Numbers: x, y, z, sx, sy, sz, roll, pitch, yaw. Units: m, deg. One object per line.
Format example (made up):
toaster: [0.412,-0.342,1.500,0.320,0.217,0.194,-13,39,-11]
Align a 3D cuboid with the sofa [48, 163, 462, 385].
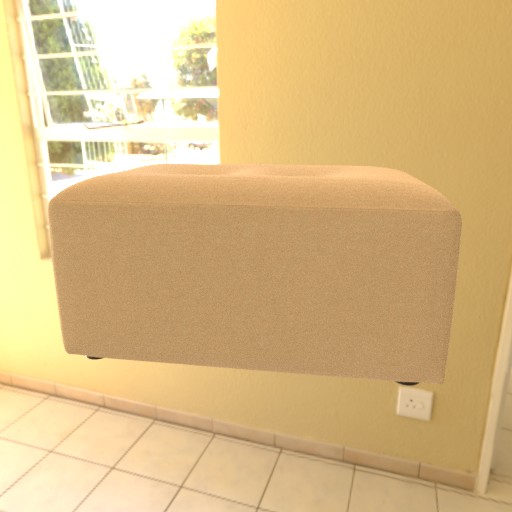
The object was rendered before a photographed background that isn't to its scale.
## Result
sofa: [0.000,0.000,1.217,0.930,0.470,0.480,2,16,8]
